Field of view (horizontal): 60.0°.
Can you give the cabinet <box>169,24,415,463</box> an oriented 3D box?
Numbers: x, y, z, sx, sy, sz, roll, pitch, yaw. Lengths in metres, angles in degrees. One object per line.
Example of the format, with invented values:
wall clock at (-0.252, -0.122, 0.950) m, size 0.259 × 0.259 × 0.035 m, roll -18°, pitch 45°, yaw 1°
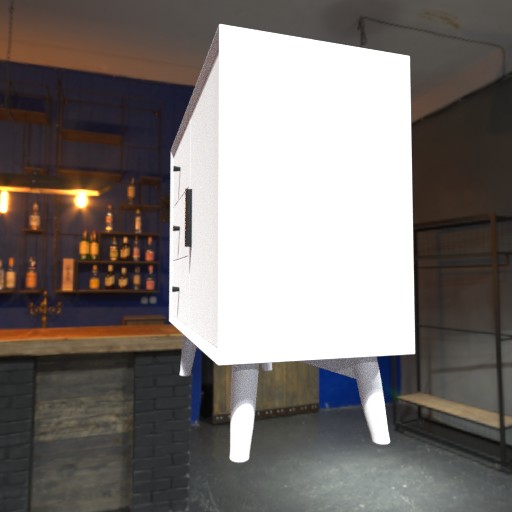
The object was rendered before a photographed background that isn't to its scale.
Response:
cabinet at (0.000, 0.000, 1.184) m, size 0.398 × 0.761 × 0.800 m, roll 1°, pitch -3°, yaw -17°
